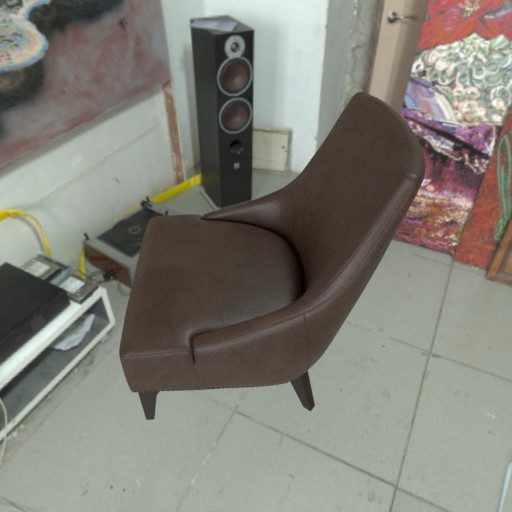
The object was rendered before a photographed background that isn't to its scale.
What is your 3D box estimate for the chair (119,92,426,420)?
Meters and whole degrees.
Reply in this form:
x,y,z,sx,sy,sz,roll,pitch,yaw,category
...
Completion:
x,y,z,sx,sy,sz,roll,pitch,yaw,category
0.000,0.000,1.490,0.861,0.909,0.701,-2,41,-2,chair
